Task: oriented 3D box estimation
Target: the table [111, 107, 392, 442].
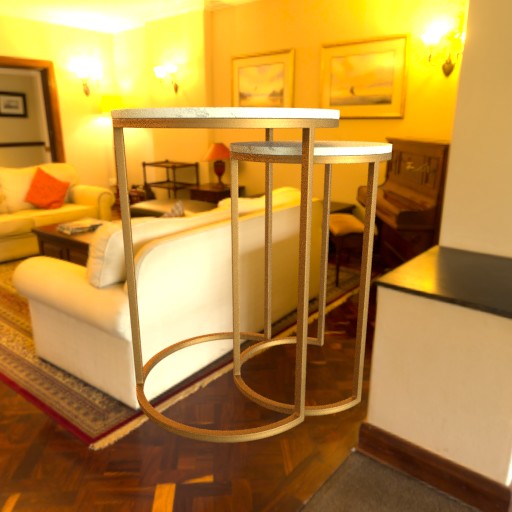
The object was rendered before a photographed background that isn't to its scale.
[{"bbox_3d":[0.000,0.000,0.887,0.507,0.550,0.400,-3,17,-9],"label":"table"}]
